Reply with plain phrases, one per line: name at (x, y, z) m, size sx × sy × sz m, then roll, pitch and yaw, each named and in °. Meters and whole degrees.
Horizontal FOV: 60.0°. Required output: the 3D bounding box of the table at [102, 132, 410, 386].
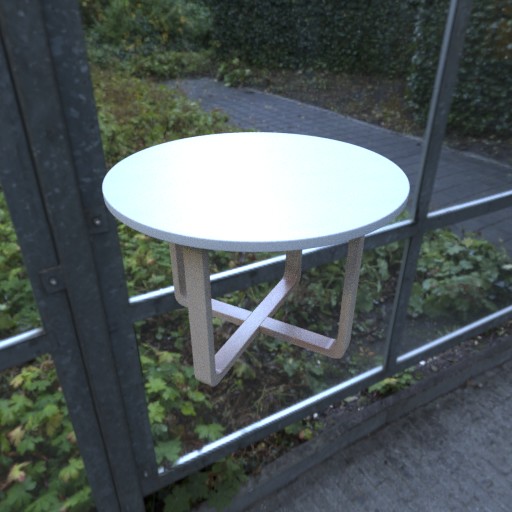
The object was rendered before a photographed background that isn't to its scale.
table at (0.000, 0.000, 1.003) m, size 0.600 × 0.400 × 0.600 m, roll 0°, pitch 30°, yaw 0°
